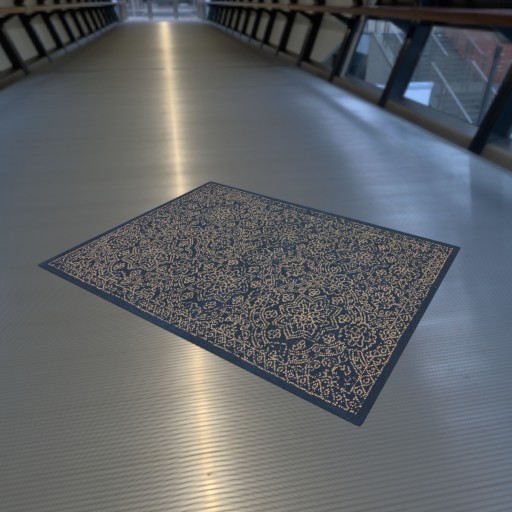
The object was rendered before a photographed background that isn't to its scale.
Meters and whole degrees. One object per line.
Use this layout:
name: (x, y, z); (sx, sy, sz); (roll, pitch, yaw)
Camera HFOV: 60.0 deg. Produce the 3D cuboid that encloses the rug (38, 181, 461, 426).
rug: (0.000, 0.000, 4.067); (3.048, 0.010, 2.438); (19, 36, 29)
